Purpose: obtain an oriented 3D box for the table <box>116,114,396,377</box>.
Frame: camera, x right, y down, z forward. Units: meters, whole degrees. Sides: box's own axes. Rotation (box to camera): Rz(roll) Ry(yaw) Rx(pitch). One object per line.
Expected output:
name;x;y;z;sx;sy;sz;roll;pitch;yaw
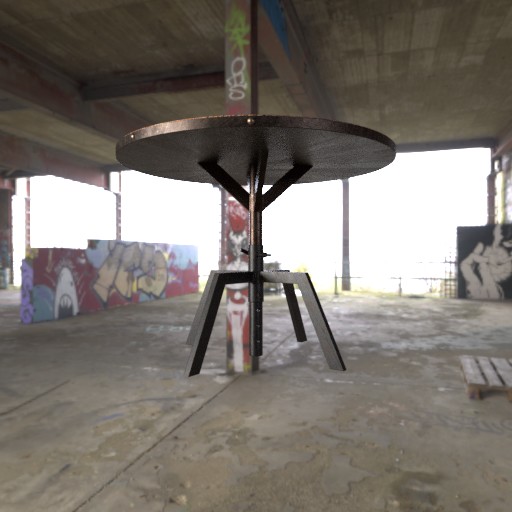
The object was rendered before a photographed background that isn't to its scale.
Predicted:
table;0.000;0.000;1.466;0.885;0.658;0.885;0;0;0
